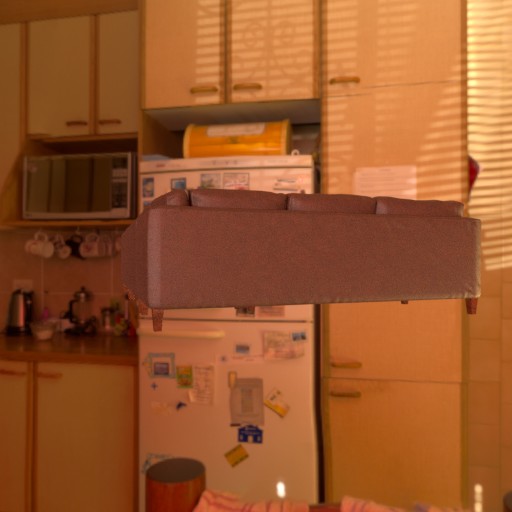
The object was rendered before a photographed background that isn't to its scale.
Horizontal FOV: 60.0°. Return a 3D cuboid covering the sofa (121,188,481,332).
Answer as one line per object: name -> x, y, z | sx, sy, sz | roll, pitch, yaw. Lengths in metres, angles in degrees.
sofa -> 0.000, 0.000, 4.646 | 2.593, 0.923, 3.460 | 0, 0, -19
